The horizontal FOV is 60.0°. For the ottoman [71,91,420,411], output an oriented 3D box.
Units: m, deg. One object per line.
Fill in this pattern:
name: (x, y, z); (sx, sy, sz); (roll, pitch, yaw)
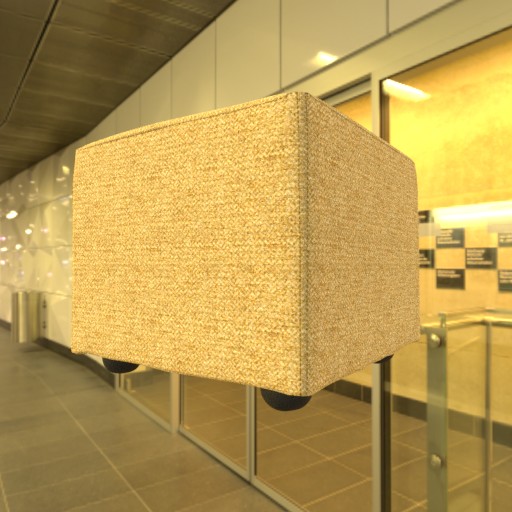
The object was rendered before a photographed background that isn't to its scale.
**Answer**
ottoman: (0.000, 0.000, 0.879); (0.505, 0.441, 0.512); (-1, -1, 35)
